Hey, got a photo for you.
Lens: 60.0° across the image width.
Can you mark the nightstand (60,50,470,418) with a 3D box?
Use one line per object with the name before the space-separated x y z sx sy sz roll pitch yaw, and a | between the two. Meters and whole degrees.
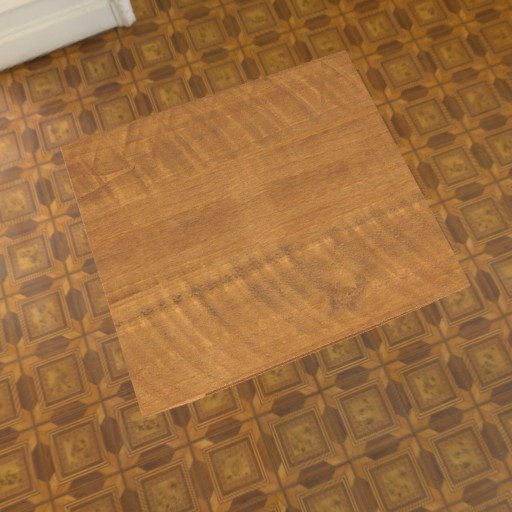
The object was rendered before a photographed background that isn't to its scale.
nightstand | 0.000 0.000 0.899 0.493 0.491 0.436 -21 75 -6
